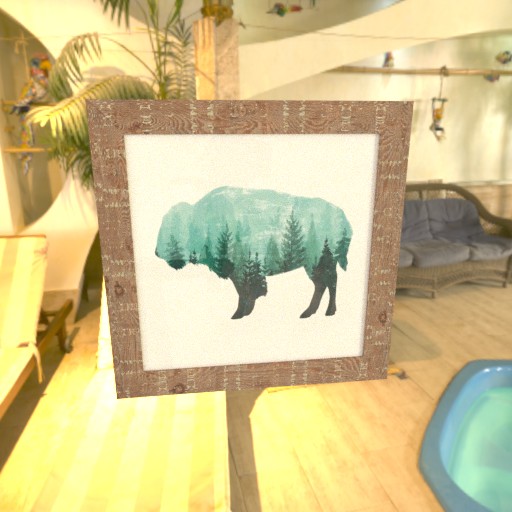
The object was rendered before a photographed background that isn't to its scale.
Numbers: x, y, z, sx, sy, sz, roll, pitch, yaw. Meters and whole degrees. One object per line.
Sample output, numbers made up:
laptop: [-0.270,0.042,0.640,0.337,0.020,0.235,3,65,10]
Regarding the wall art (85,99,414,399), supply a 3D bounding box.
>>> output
wall art: [0.000,0.000,0.574,0.380,0.380,0.022,-2,17,-7]
